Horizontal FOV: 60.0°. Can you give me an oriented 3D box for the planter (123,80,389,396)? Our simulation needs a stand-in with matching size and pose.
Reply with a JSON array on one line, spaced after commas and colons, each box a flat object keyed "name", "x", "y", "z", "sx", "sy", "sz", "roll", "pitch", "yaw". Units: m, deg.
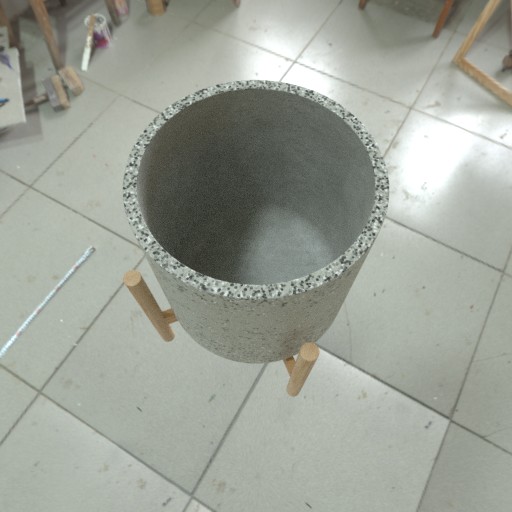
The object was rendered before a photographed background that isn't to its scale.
[{"name": "planter", "x": 0.000, "y": 0.000, "z": 0.695, "sx": 0.360, "sy": 0.419, "sz": 0.360, "roll": 1, "pitch": 64, "yaw": 0}]
